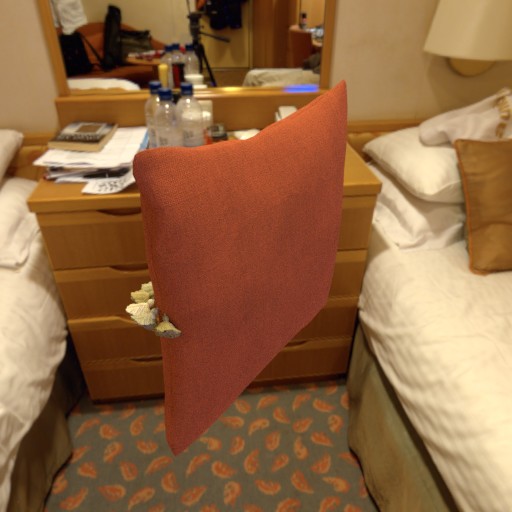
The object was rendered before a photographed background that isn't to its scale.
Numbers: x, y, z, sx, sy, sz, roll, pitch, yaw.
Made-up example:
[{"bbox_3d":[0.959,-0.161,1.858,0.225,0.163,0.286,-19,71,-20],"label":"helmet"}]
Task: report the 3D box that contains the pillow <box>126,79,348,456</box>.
[{"bbox_3d":[0.000,0.000,0.727,0.165,0.482,0.490,22,38,30],"label":"pillow"}]
